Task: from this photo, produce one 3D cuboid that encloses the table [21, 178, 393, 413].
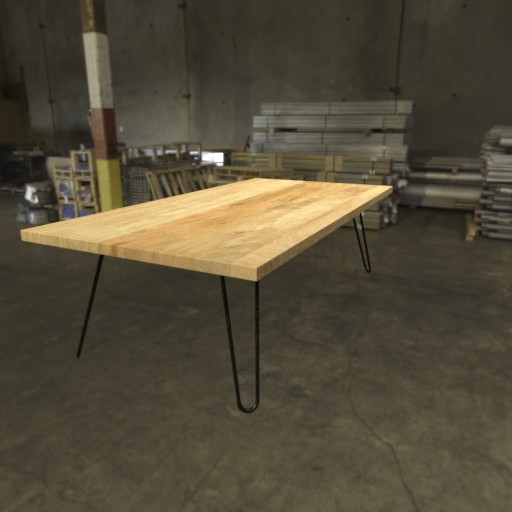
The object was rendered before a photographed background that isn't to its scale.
[{"bbox_3d":[0.000,0.000,1.641,0.699,0.400,1.348,8,18,26],"label":"table"}]
